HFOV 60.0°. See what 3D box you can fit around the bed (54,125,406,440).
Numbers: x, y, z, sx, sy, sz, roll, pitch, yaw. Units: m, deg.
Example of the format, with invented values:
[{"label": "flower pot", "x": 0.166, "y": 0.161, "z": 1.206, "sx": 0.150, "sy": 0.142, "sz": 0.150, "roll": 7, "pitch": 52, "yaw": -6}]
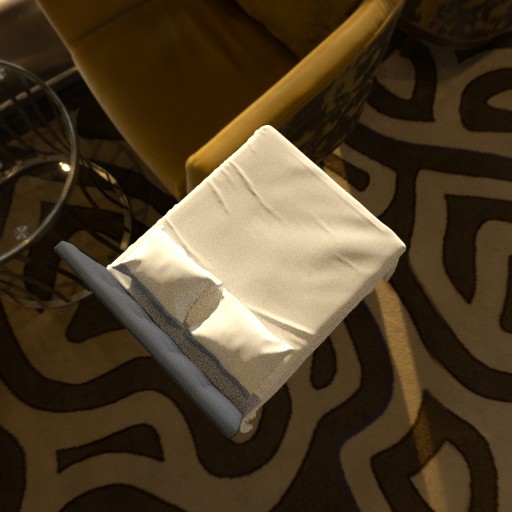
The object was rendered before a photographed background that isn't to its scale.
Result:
[{"label": "bed", "x": 0.000, "y": 0.000, "z": 3.612, "sx": 1.936, "sy": 1.577, "sz": 2.222, "roll": 44, "pitch": 79, "yaw": 10}]
